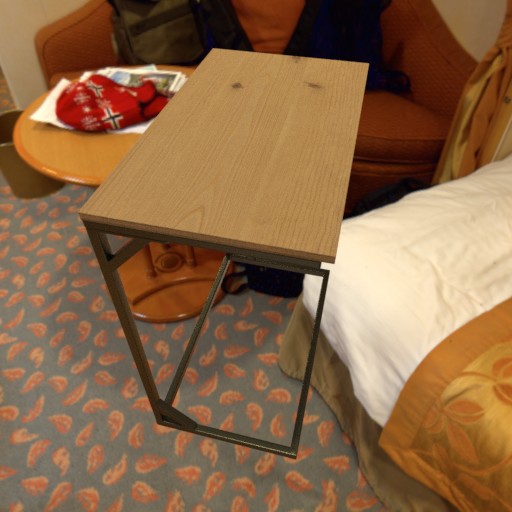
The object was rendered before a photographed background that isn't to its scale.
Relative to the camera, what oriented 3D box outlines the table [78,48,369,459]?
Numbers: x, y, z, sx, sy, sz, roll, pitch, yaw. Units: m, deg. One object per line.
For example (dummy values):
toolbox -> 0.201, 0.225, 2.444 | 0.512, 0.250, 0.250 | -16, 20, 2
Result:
table -> 0.000, 0.000, 1.015 | 0.351, 0.673, 0.597 | 10, 46, 10
